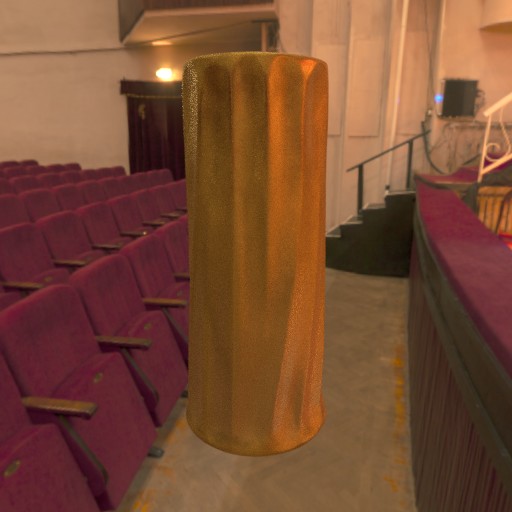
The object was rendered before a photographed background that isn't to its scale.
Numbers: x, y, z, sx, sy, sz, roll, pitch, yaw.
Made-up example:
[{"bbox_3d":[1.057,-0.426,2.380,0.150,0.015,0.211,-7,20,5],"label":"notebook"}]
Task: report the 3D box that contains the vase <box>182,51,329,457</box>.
[{"bbox_3d":[0.000,0.000,0.178,0.061,0.143,0.061,0,14,0],"label":"vase"}]
